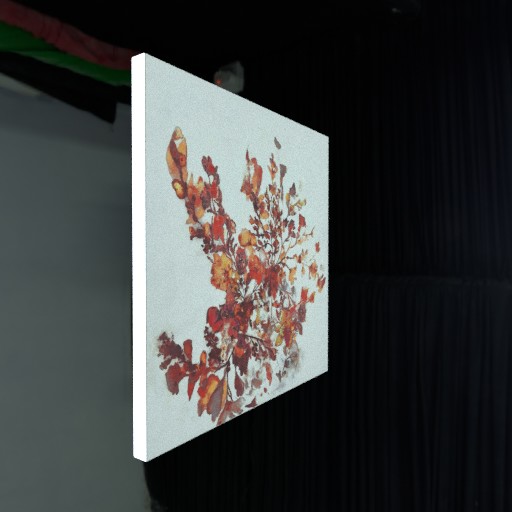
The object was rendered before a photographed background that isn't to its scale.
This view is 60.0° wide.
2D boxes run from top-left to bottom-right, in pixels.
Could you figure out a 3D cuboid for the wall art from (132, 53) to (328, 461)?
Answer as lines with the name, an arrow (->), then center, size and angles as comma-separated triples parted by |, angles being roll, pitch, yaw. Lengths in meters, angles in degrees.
wall art -> 0.000, 0.000, 1.516 | 0.049, 1.009, 1.009 | 1, 1, 35
